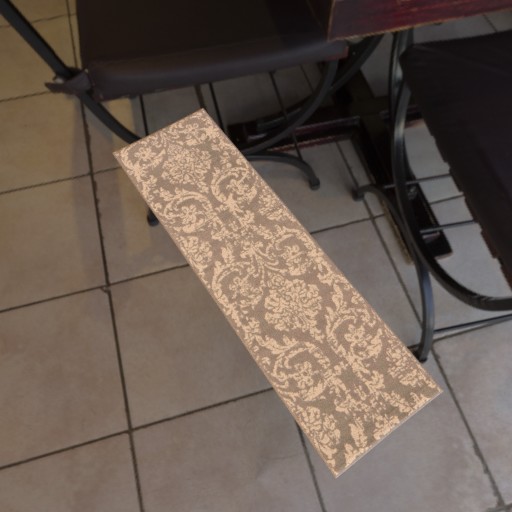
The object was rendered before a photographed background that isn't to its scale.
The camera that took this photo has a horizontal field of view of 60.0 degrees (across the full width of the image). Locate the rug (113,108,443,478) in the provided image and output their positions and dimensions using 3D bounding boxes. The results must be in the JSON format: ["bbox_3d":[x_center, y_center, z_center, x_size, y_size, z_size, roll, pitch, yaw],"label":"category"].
[{"bbox_3d":[0.000,0.000,2.433,0.662,0.011,2.196,-32,68,-15],"label":"rug"}]
